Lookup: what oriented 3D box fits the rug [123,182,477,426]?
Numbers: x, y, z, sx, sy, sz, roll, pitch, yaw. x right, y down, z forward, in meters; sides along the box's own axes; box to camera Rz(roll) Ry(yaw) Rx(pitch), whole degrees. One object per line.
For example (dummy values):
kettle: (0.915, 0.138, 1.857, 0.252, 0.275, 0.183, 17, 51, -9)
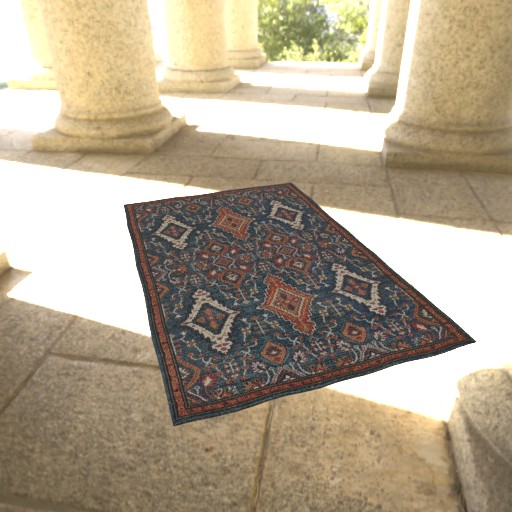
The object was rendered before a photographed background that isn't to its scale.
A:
rug: (0.000, 0.000, 4.194, 2.190, 0.008, 3.371, -10, 32, -17)
